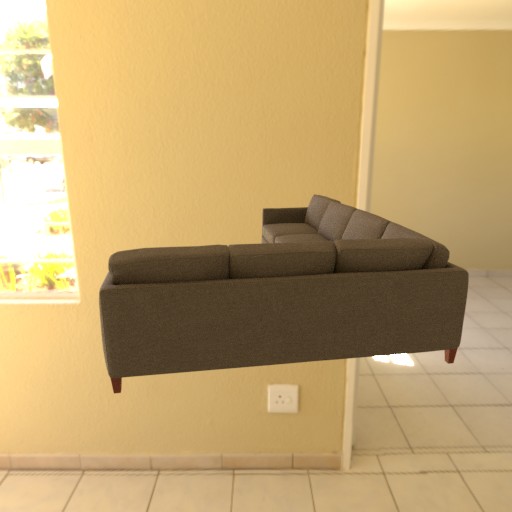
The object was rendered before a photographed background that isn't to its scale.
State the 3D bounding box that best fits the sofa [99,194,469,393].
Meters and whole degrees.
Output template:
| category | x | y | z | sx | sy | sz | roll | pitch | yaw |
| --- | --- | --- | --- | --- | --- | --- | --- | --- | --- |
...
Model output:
| category | x | y | z | sx | sy | sz | roll | pitch | yaw |
| --- | --- | --- | --- | --- | --- | --- | --- | --- | --- |
| sofa | 0.000 | 0.000 | 4.566 | 2.593 | 0.947 | 3.302 | -2 | 15 | -9 |
